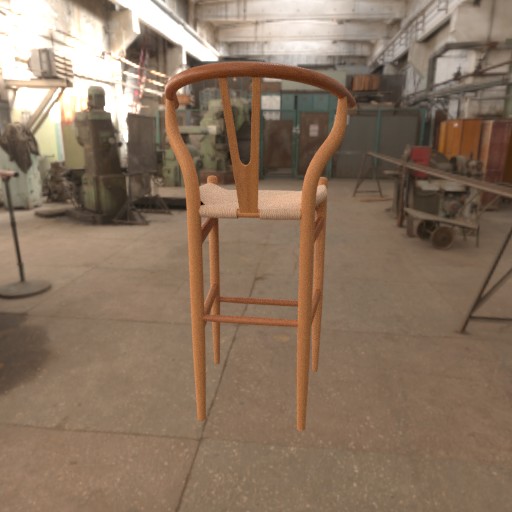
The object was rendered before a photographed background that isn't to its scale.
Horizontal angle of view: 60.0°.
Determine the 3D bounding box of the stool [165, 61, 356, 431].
[{"bbox_3d":[0.000,0.000,1.407,0.574,1.068,0.561,2,16,8],"label":"stool"}]
